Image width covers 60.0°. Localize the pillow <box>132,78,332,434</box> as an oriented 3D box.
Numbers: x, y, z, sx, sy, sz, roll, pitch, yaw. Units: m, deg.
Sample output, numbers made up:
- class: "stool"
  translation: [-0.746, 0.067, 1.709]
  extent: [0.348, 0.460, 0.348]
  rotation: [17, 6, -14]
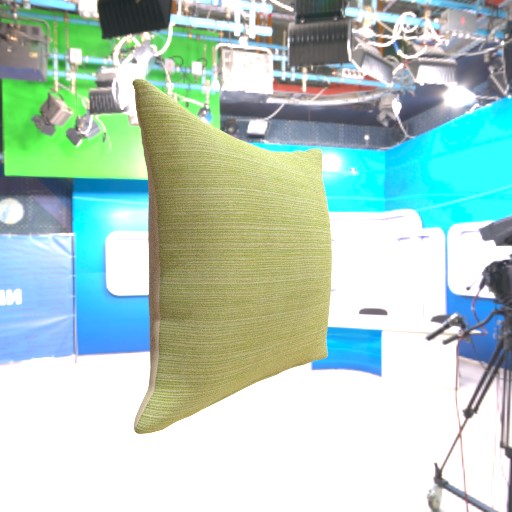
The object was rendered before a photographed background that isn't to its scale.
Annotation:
- class: "pillow"
  translation: [0.000, 0.000, 0.815]
  extent: [0.229, 0.487, 0.560]
  rotation: [0, 1, 35]
